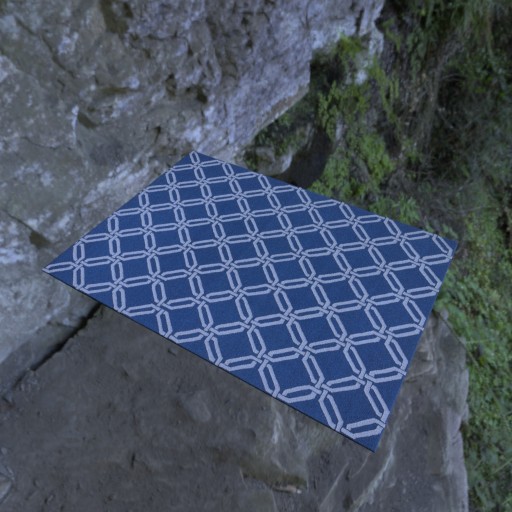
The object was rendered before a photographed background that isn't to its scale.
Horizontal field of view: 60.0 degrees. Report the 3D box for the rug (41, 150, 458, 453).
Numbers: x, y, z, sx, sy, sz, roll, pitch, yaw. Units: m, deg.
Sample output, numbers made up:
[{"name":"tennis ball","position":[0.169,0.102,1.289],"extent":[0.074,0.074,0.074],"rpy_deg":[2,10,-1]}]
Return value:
[{"name":"rug","position":[0.000,0.000,4.374],"extent":[3.342,0.018,2.432],"rpy_deg":[23,50,21]}]
